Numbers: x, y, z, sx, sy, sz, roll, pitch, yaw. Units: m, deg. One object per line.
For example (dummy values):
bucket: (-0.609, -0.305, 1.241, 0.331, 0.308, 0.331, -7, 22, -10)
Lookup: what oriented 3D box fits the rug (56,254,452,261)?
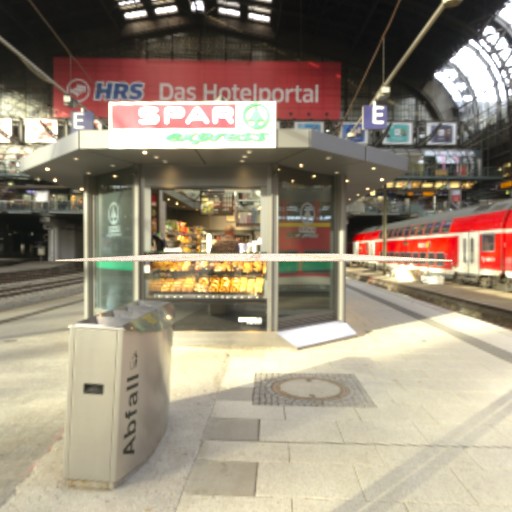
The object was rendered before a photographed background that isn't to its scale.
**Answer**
rug: (0.000, 0.000, 2.265, 1.217, 0.005, 1.818, 0, 1, 1)
